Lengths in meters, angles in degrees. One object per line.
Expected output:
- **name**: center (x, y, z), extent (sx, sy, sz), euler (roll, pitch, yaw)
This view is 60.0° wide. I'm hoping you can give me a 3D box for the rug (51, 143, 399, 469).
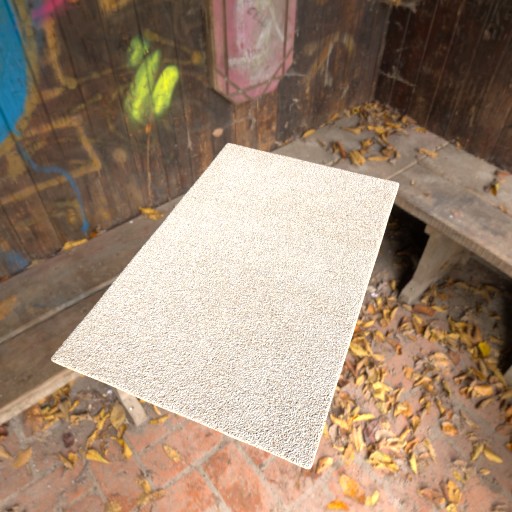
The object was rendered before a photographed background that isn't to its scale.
- **rug**: center (0.000, 0.000, 3.522), extent (1.778, 0.030, 2.743), euler (17, 49, 15)
